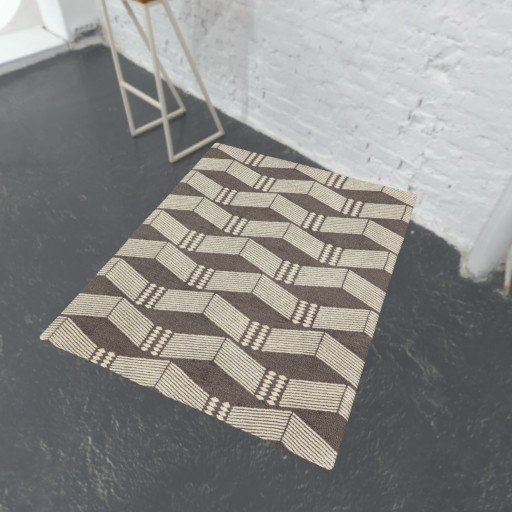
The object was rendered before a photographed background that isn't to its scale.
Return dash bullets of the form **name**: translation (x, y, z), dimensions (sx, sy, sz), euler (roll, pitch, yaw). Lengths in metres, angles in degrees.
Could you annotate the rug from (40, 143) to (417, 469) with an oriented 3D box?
- **rug**: translation (0.000, 0.000, 4.138), dimensions (2.438, 0.016, 3.048), euler (18, 50, 16)
